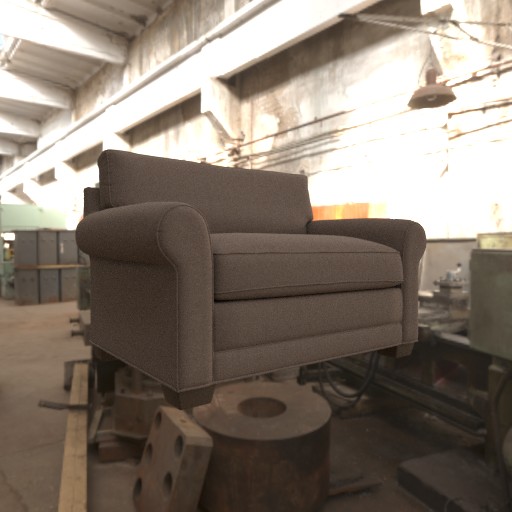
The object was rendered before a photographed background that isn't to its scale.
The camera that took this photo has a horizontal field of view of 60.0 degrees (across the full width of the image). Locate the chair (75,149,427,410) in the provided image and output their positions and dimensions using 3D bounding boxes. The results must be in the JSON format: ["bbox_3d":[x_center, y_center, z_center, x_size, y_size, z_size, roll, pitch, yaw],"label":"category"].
[{"bbox_3d":[0.000,0.000,2.031,1.390,0.930,0.930,-1,1,-37],"label":"chair"}]
